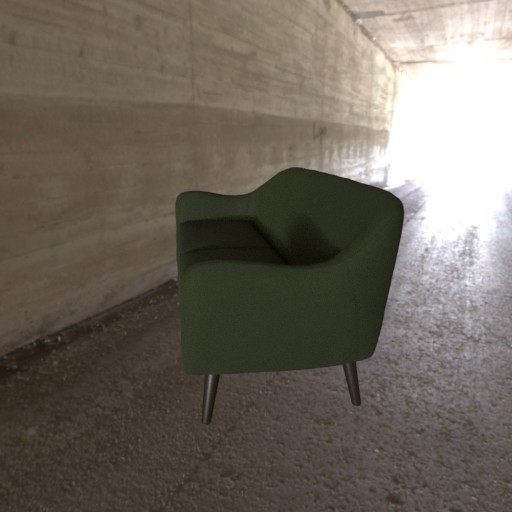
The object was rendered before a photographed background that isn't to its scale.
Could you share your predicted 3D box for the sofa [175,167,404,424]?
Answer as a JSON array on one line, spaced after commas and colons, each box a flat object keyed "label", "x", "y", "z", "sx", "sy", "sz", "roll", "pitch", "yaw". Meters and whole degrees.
[{"label": "sofa", "x": 0.000, "y": 0.000, "z": 2.311, "sx": 0.820, "sy": 0.836, "sz": 1.840, "roll": -3, "pitch": 16, "yaw": -10}]
